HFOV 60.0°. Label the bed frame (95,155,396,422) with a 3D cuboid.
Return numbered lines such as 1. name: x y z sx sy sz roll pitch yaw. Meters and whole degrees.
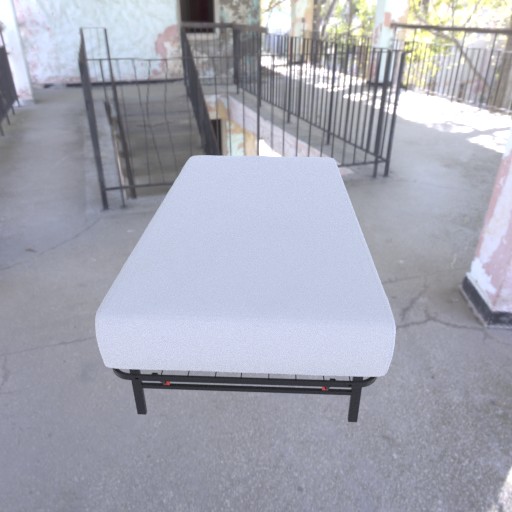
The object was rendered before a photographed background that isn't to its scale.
1. bed frame: 0.000 0.000 2.401 1.025 0.640 1.908 1 29 2
